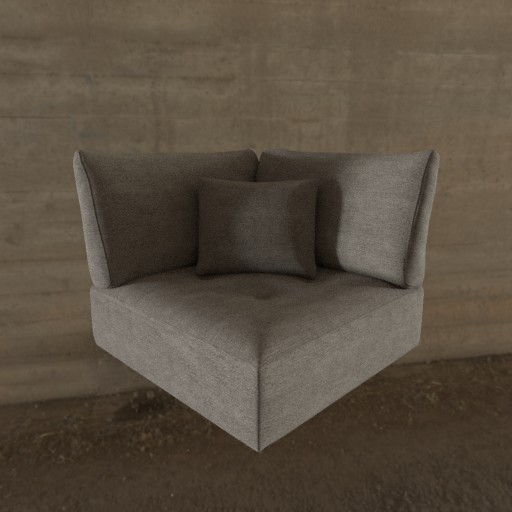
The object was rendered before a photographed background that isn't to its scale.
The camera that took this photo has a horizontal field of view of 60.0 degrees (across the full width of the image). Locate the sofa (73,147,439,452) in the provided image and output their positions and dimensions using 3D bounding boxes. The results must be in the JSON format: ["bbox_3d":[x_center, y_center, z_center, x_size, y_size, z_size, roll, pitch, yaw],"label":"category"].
[{"bbox_3d":[0.000,0.000,1.744,1.000,0.820,1.000,14,20,43],"label":"sofa"}]
